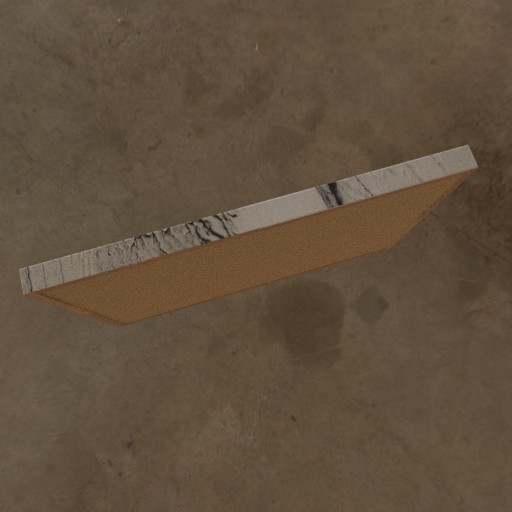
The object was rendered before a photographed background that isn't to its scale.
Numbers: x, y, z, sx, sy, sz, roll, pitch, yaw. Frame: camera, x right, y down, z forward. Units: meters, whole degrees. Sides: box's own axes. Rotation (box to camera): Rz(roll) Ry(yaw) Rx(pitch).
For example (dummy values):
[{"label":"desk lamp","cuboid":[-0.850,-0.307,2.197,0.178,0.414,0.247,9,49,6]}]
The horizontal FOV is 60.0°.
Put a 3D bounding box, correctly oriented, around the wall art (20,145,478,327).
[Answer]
[{"label":"wall art","cuboid":[0.000,0.000,0.774,0.613,0.407,0.035,-16,76,-4]}]
